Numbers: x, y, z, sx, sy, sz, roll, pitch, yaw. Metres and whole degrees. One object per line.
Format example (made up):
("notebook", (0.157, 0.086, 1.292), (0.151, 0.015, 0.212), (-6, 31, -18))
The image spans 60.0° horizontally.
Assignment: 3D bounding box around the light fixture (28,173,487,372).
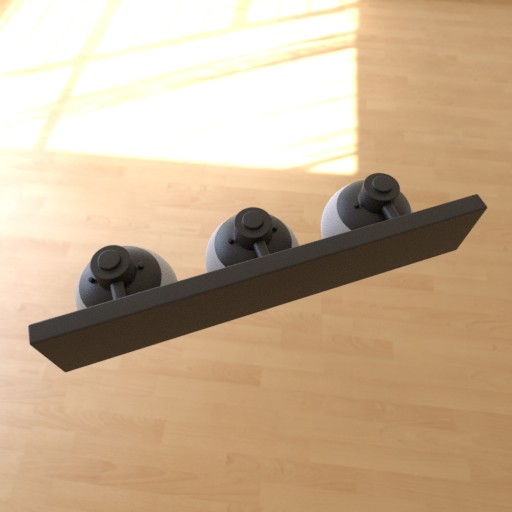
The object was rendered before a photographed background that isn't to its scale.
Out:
("light fixture", (0.000, 0.000, 0.823), (0.721, 0.263, 0.218), (-16, 60, -10))
